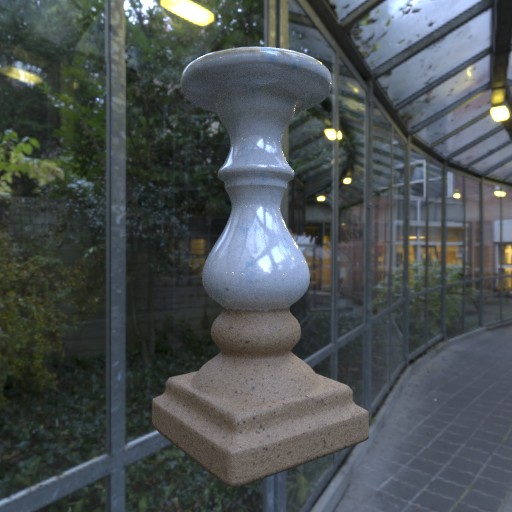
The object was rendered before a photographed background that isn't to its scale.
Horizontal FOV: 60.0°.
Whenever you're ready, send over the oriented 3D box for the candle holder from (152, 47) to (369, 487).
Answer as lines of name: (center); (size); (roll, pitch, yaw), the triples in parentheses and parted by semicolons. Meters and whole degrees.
candle holder: (0.000, 0.000, 0.302); (0.110, 0.239, 0.110); (0, 0, -36)
